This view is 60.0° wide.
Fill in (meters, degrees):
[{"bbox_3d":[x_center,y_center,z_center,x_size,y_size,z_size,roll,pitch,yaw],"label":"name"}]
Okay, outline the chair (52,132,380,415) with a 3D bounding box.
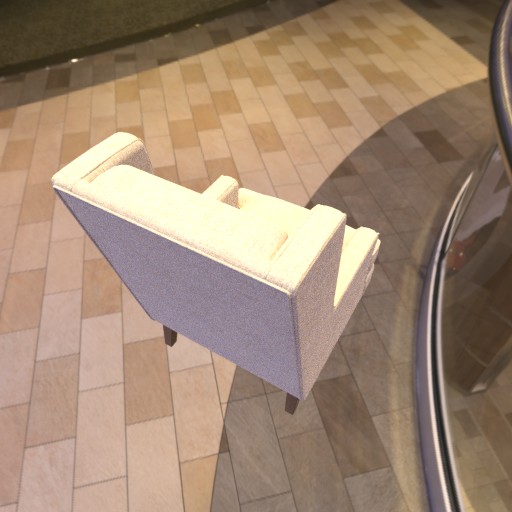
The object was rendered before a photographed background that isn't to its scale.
[{"bbox_3d":[0.000,0.000,1.734,0.764,1.082,0.948,23,51,20],"label":"chair"}]
